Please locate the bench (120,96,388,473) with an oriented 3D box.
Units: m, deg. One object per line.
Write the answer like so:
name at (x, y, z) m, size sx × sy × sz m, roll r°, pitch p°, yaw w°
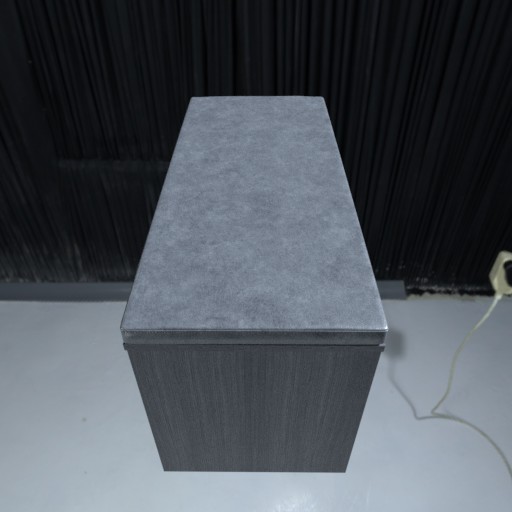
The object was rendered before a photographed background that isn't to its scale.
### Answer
bench at (0.000, 0.000, 1.151) m, size 0.401 × 0.501 × 0.905 m, roll 0°, pitch 41°, yaw 0°
